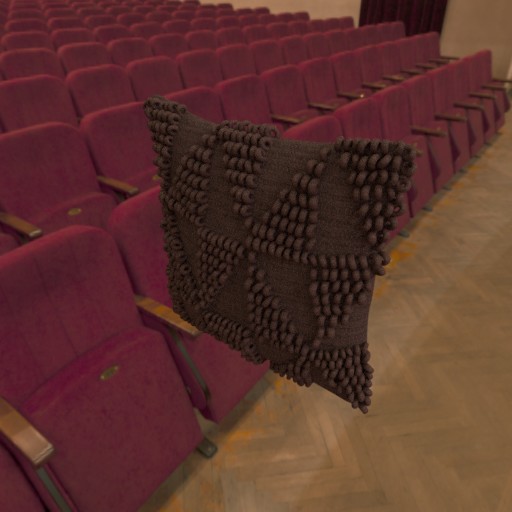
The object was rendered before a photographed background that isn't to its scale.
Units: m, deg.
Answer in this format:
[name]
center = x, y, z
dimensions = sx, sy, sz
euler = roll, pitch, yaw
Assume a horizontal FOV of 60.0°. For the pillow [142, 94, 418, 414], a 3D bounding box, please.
[pillow]
center = 0.000, 0.000, 0.744
dimensions = 0.470, 0.467, 0.172
euler = 21, 37, 31
